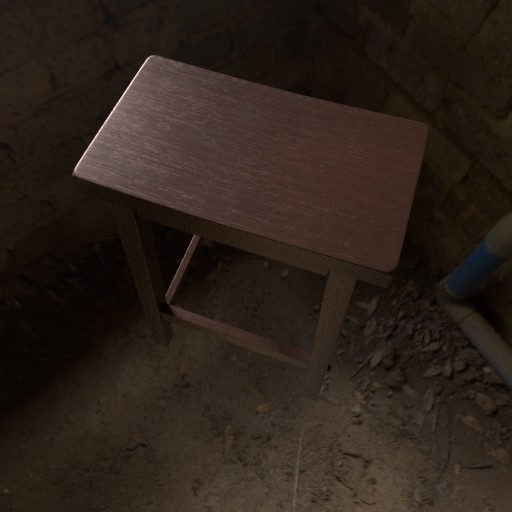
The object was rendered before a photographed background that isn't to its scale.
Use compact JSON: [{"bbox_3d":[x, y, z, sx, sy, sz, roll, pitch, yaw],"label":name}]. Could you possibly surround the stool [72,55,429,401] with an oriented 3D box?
[{"bbox_3d":[0.000,0.000,0.834,0.406,0.610,0.322,18,65,8],"label":"stool"}]
